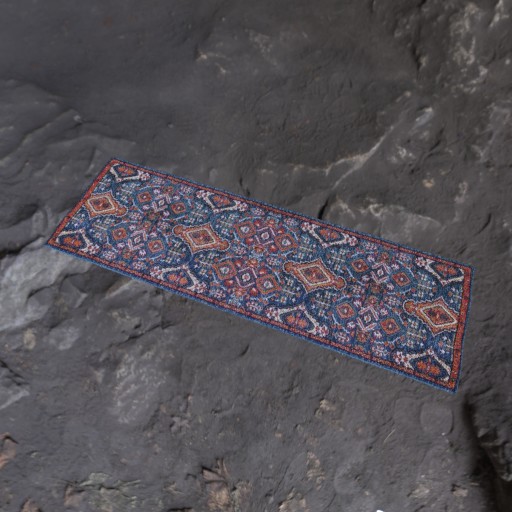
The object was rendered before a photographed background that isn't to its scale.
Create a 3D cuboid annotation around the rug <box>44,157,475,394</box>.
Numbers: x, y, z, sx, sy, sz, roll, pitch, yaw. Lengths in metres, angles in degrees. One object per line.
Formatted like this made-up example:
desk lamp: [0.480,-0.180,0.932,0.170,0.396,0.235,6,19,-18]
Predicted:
rug: [0.000,0.000,2.637,2.459,0.010,0.801,18,60,11]
